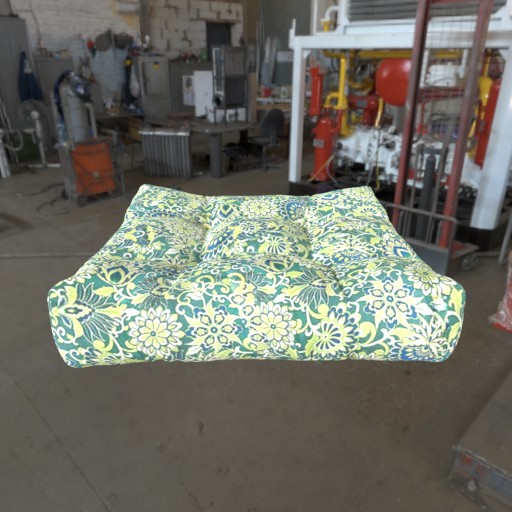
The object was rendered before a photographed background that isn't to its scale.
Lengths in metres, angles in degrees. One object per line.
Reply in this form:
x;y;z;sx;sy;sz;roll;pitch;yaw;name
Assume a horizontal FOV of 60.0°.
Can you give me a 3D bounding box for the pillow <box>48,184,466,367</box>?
0.000;0.000;0.719;0.490;0.128;0.468;0;25;0;pillow
